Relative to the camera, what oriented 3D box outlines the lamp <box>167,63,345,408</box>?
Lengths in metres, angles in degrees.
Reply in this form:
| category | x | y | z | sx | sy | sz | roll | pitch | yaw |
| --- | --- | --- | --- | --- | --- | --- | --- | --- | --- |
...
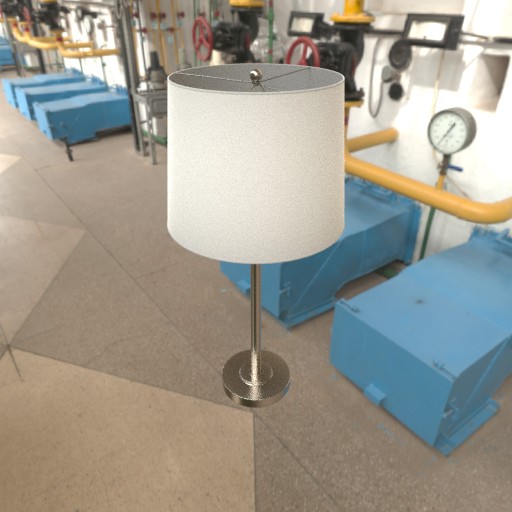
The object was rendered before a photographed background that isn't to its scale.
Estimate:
| category | x | y | z | sx | sy | sz | roll | pitch | yaw |
| --- | --- | --- | --- | --- | --- | --- | --- | --- | --- |
| lamp | 0.000 | 0.000 | 0.886 | 0.333 | 0.696 | 0.333 | 0 | 31 | 0 |
